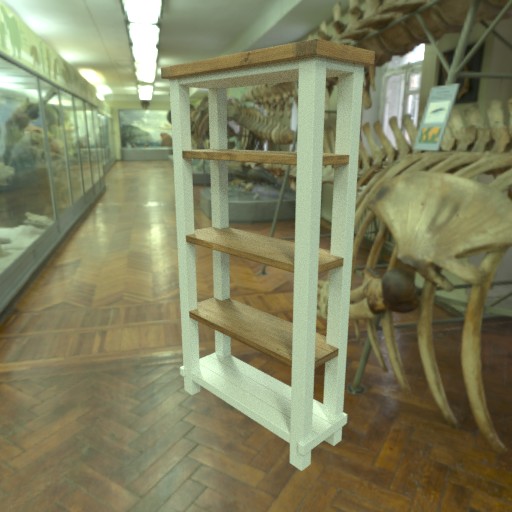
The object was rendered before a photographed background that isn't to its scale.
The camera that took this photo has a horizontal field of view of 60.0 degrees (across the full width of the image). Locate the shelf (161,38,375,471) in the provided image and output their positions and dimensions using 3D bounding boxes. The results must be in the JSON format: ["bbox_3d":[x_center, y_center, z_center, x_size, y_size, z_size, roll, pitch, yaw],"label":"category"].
[{"bbox_3d":[0.000,0.000,2.303,0.381,1.878,1.022,-14,21,-42],"label":"shelf"}]
